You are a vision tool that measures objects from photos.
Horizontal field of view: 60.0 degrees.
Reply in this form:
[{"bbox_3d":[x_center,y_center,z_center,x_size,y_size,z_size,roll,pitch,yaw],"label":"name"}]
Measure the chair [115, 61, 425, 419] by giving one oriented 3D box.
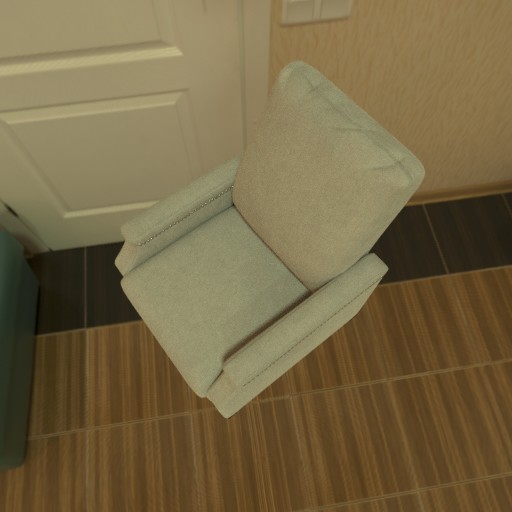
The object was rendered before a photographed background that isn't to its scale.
[{"bbox_3d":[0.000,0.000,1.637,0.922,1.049,0.710,-35,70,-15],"label":"chair"}]
